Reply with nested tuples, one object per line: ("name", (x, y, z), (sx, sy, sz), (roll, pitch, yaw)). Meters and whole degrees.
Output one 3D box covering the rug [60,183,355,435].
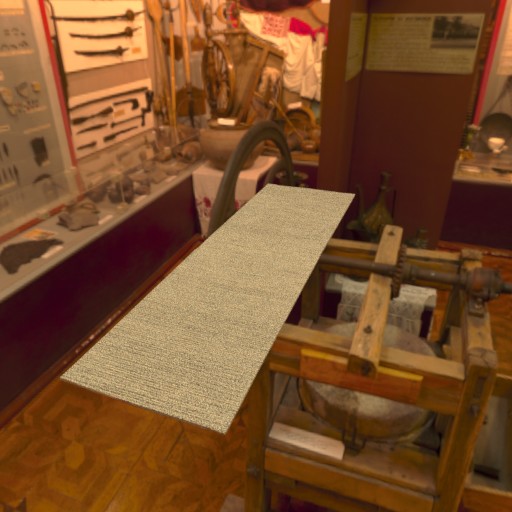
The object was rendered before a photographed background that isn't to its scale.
("rug", (0.000, 0.000, 2.503), (0.692, 0.032, 2.320), (11, 31, 19))
